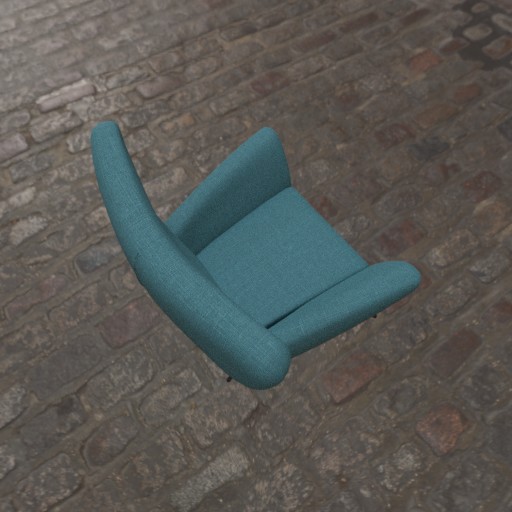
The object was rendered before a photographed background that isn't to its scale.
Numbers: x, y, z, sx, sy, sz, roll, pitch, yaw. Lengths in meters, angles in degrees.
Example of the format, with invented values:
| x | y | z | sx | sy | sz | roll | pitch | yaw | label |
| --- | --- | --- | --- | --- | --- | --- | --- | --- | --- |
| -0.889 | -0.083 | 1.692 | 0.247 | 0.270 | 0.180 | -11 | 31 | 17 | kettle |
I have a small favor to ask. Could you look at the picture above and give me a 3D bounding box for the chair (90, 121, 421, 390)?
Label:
| x | y | z | sx | sy | sz | roll | pitch | yaw | label |
| --- | --- | --- | --- | --- | --- | --- | --- | --- | --- |
| 0.000 | 0.000 | 1.765 | 0.900 | 0.980 | 1.050 | -32 | 65 | -17 | chair |
